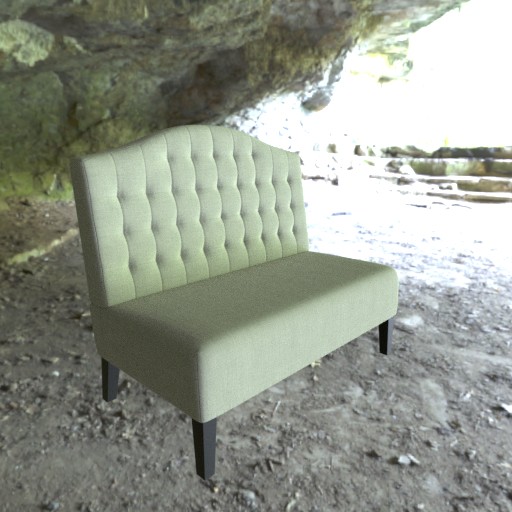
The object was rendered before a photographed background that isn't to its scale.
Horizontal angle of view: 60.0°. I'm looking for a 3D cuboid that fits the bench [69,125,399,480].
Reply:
[{"bbox_3d":[0.000,0.000,2.050,0.815,1.180,1.335,14,20,42],"label":"bench"}]
